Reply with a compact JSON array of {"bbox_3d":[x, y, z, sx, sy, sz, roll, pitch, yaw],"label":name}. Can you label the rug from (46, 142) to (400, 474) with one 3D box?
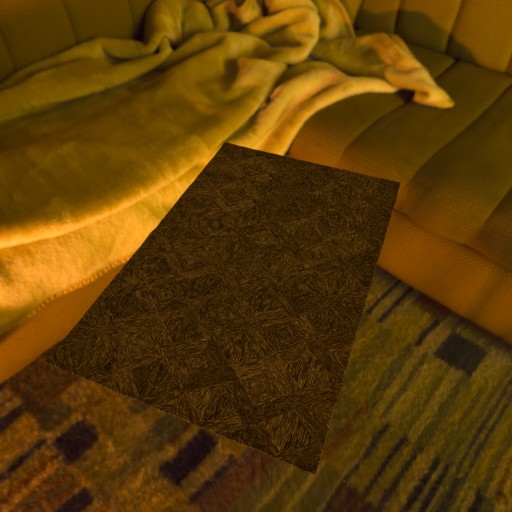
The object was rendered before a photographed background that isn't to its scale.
[{"bbox_3d":[0.000,0.000,2.286,1.189,0.011,1.808,16,49,15],"label":"rug"}]
